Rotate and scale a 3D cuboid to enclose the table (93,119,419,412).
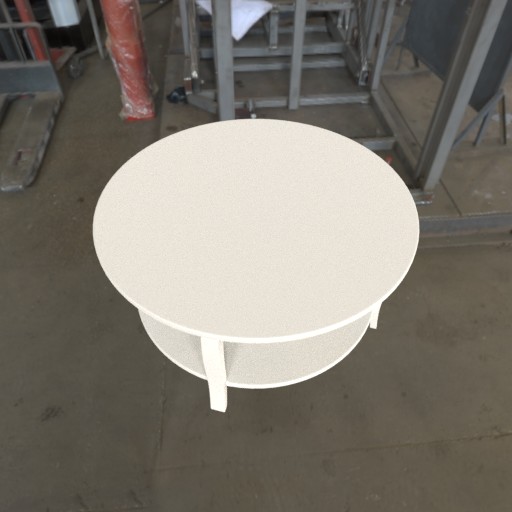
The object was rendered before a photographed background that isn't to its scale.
[{"bbox_3d":[0.000,0.000,1.440,0.910,0.457,0.910,0,47,0],"label":"table"}]
